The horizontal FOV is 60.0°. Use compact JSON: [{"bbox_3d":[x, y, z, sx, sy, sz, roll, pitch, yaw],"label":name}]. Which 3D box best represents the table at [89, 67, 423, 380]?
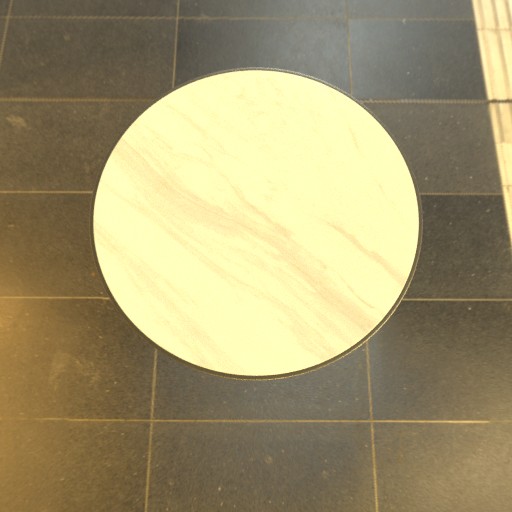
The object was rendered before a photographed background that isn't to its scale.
[{"bbox_3d":[0.000,0.000,0.824,0.445,0.479,0.445,0,74,0],"label":"table"}]
